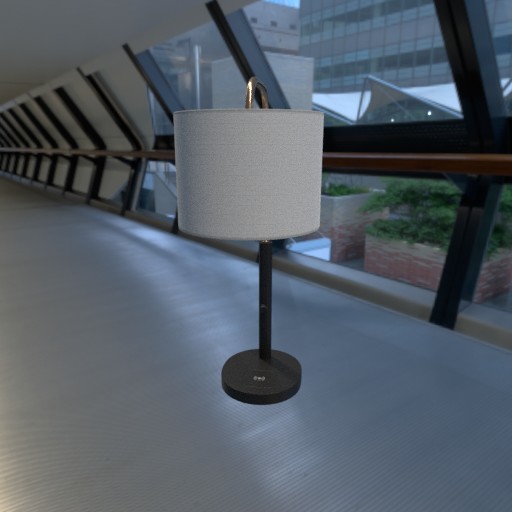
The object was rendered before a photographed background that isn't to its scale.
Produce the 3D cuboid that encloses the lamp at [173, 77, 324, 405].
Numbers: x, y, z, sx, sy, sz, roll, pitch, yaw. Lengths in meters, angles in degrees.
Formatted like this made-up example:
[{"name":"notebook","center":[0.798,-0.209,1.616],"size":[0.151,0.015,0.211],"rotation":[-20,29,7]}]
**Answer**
[{"name":"lamp","center":[0.000,0.000,0.717],"size":[0.199,0.540,0.337],"rotation":[2,15,8]}]
